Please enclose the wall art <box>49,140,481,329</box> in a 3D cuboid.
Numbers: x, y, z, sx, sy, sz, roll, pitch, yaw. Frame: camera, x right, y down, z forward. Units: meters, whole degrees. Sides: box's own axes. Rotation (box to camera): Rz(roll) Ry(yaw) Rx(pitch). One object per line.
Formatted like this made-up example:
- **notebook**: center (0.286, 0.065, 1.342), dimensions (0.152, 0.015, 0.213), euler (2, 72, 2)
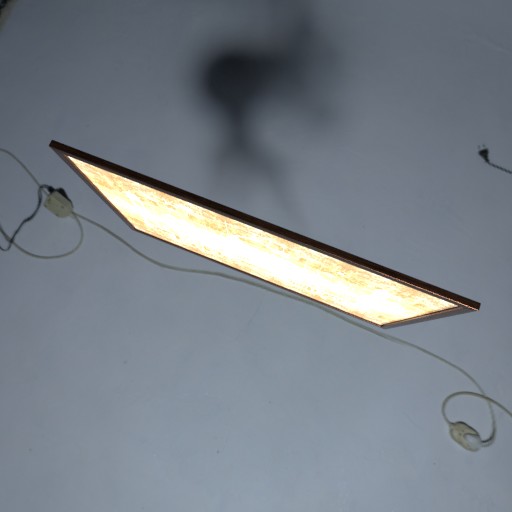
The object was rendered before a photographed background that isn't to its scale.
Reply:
- **wall art**: center (0.000, 0.000, 1.055), dimensions (0.816, 0.559, 0.014), euler (21, 78, 5)
